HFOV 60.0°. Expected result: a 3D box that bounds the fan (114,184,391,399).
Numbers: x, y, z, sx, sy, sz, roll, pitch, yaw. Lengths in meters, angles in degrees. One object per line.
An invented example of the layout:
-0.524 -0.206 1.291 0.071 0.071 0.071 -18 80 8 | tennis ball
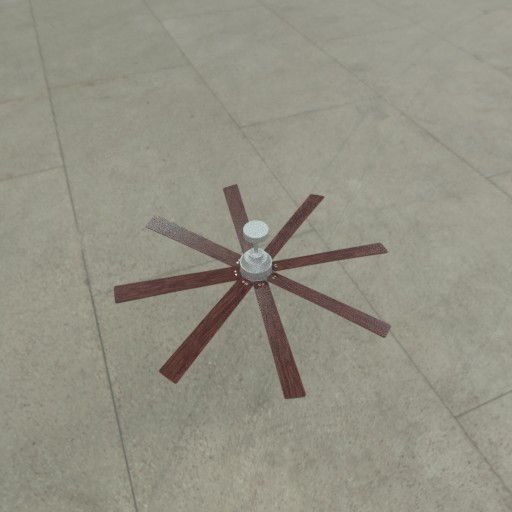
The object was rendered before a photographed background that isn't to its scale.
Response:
0.000 0.000 2.833 1.830 0.472 1.830 24 51 21 | fan
